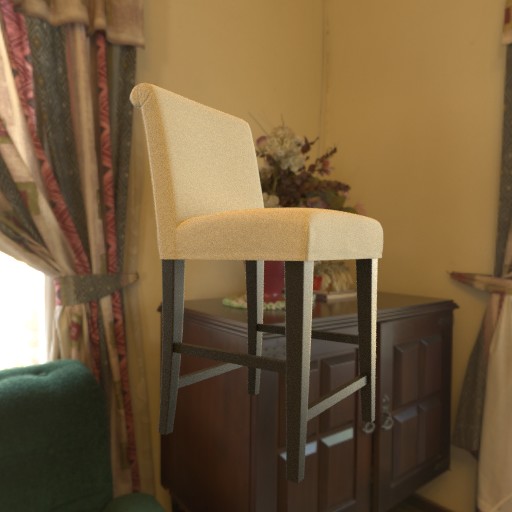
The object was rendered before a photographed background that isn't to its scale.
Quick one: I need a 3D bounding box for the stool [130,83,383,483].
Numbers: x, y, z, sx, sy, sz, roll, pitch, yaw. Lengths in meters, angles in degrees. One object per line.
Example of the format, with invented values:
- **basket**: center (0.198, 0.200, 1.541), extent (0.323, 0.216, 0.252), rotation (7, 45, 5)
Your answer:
- **stool**: center (0.000, 0.000, 1.284), extent (0.597, 0.976, 0.452), rotation (1, 1, 36)
